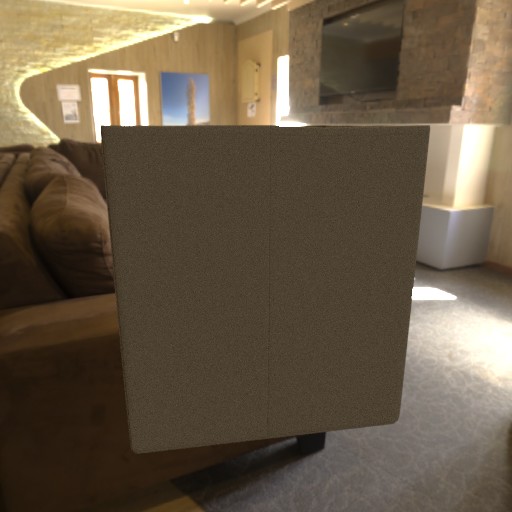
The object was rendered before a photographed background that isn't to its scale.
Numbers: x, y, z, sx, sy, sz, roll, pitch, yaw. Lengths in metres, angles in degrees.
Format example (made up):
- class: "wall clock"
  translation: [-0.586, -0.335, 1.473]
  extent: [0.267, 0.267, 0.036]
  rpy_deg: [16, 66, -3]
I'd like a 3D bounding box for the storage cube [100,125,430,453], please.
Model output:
- class: "storage cube"
  translation: [0.000, 0.000, 0.494]
  extent: [0.270, 0.280, 0.270]
  rpy_deg: [-3, 17, -9]
